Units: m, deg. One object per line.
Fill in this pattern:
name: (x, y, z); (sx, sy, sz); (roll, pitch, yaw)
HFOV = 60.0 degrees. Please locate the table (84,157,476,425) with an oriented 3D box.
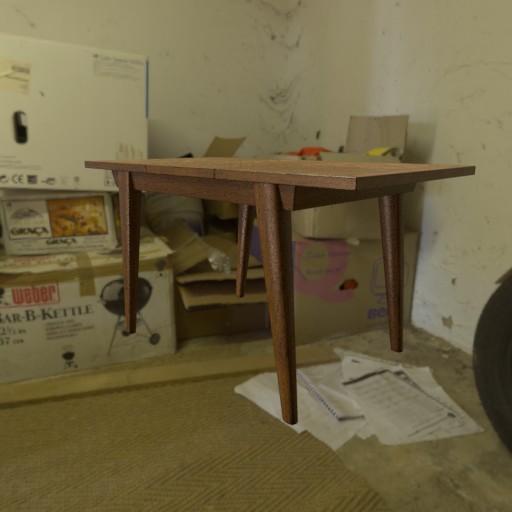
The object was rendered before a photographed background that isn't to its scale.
table: (0.000, 0.000, 1.850); (1.400, 0.760, 0.757); (14, 20, 43)
